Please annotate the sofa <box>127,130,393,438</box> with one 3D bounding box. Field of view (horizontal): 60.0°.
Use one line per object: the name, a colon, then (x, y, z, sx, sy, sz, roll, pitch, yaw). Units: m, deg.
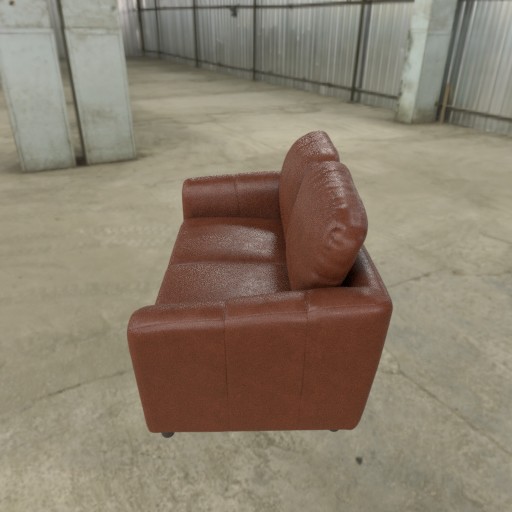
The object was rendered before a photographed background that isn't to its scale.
sofa: (0.000, 0.000, 1.959, 0.805, 0.906, 1.406, 0, 28, -1)
